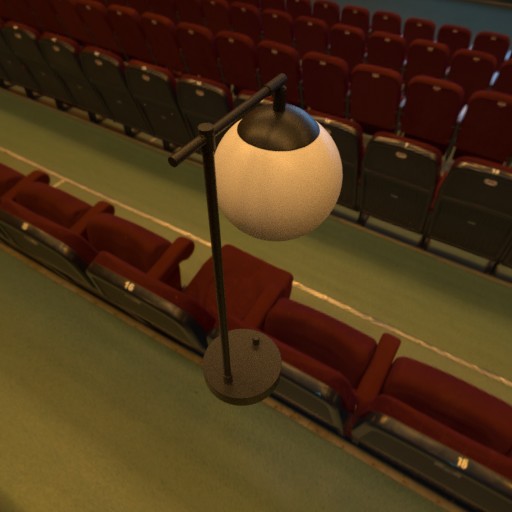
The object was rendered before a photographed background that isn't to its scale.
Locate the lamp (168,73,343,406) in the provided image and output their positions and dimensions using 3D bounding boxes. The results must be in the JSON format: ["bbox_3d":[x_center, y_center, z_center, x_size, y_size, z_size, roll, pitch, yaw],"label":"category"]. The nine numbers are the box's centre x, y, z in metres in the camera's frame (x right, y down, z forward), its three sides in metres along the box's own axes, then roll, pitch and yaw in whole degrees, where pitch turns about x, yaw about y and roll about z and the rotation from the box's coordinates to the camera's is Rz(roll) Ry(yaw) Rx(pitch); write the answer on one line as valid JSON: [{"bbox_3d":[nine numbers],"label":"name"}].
[{"bbox_3d":[0.000,0.000,0.722,0.197,0.559,0.316,24,50,22],"label":"lamp"}]
